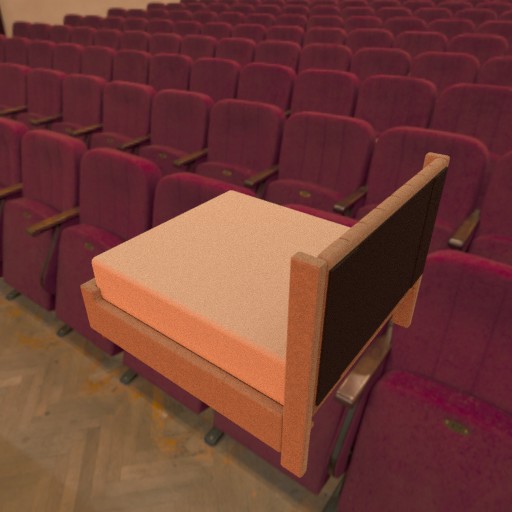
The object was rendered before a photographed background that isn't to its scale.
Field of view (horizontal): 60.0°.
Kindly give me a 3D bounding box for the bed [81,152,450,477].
[{"bbox_3d":[0.000,0.000,3.872,2.370,1.743,2.045,22,38,31],"label":"bed"}]
